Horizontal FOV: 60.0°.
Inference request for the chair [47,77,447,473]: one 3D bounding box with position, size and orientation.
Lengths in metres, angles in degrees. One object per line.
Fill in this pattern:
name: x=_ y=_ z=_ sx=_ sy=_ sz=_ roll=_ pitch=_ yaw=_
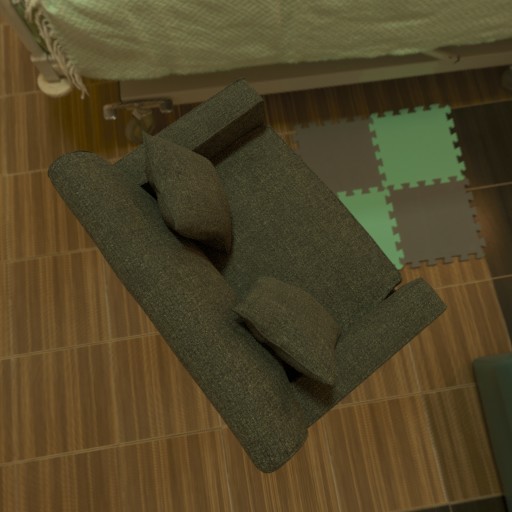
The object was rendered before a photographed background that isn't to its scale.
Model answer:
chair: x=0.000 y=0.000 z=2.018 sx=1.000 sy=0.948 sz=1.383 roll=-37 pitch=79 yaw=-9
